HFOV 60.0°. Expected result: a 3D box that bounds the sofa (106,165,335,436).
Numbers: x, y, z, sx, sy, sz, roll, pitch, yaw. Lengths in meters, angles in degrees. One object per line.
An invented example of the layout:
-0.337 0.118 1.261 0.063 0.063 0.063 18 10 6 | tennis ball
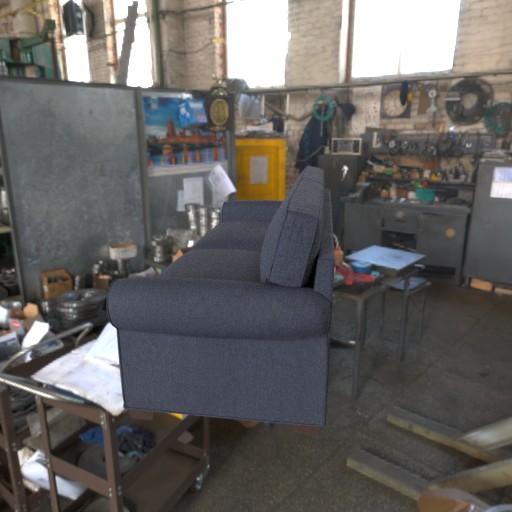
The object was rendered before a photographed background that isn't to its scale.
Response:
0.000 0.000 2.905 0.954 1.026 2.391 2 16 8 | sofa
